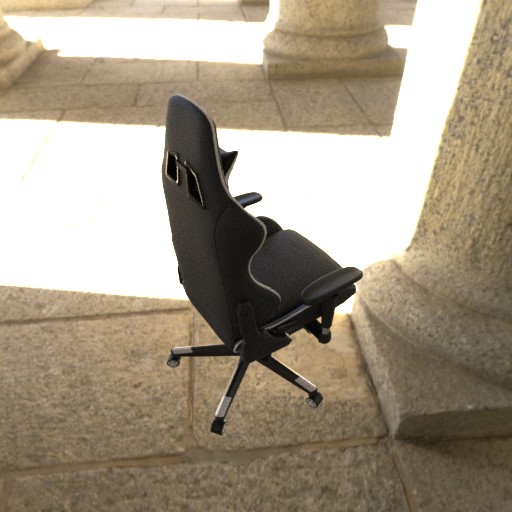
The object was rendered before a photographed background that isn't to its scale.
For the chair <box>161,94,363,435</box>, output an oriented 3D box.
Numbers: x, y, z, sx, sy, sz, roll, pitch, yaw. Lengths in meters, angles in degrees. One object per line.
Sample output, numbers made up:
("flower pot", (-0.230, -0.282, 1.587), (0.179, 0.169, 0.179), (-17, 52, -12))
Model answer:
("chair", (0.000, 0.000, 1.630), (0.700, 1.240, 0.700), (-24, 45, -26))
